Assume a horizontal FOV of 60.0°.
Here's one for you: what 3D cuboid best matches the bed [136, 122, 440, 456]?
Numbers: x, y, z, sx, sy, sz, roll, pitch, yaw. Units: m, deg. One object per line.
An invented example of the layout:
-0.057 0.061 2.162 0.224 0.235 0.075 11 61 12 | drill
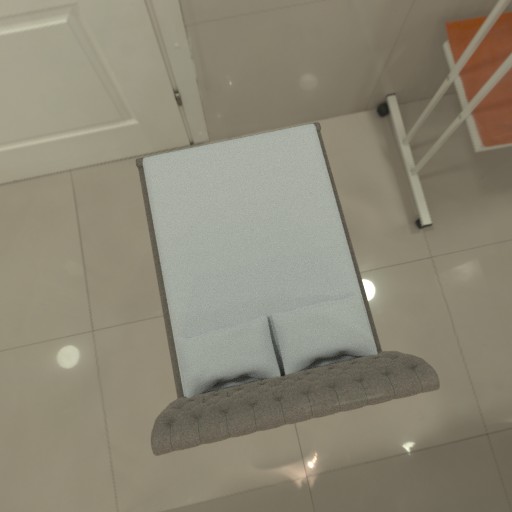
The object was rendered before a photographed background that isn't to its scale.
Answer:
0.000 0.000 3.340 1.645 1.371 2.252 -12 78 -3 | bed
